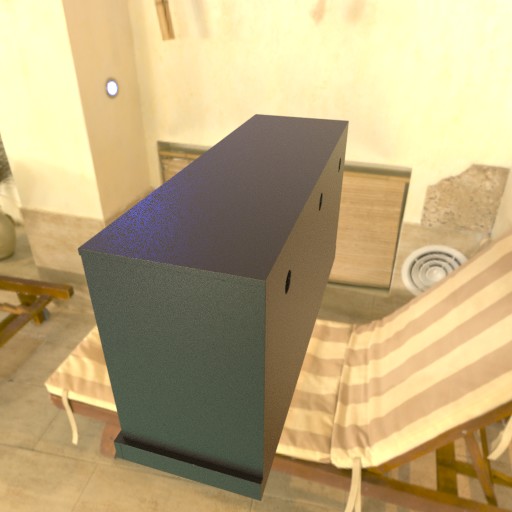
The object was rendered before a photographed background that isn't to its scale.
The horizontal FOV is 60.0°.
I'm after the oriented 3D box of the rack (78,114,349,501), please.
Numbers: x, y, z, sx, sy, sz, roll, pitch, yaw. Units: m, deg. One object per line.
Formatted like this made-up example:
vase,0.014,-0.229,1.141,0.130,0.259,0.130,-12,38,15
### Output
rack,0.000,0.000,1.464,0.399,0.635,1.206,9,32,15
